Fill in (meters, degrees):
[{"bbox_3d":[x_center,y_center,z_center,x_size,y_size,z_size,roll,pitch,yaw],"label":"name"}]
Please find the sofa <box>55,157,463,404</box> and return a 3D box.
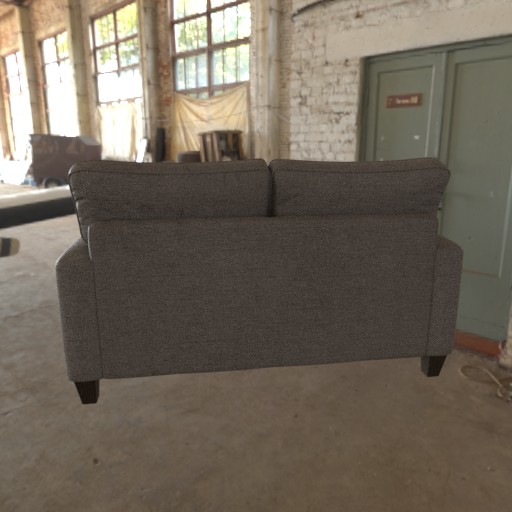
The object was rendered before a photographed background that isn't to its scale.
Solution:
[{"bbox_3d":[0.000,0.000,2.195,1.651,0.965,0.965,-2,14,-8],"label":"sofa"}]
